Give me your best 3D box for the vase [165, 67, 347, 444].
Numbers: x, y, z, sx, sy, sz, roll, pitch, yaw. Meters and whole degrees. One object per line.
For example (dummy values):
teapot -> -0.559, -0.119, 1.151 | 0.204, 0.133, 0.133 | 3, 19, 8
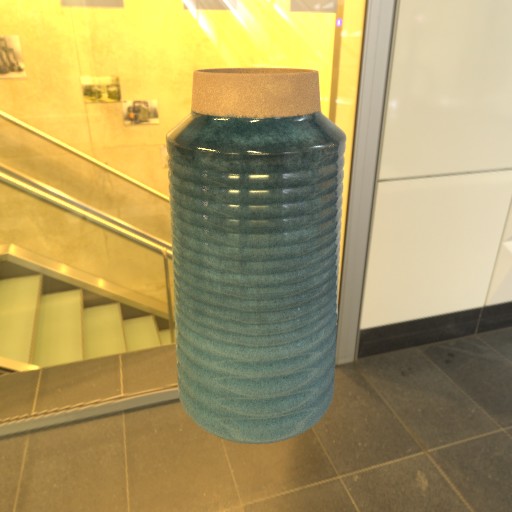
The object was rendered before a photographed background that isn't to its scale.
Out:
vase -> 0.000, 0.000, 0.408 | 0.163, 0.316, 0.163 | 0, 25, 0
